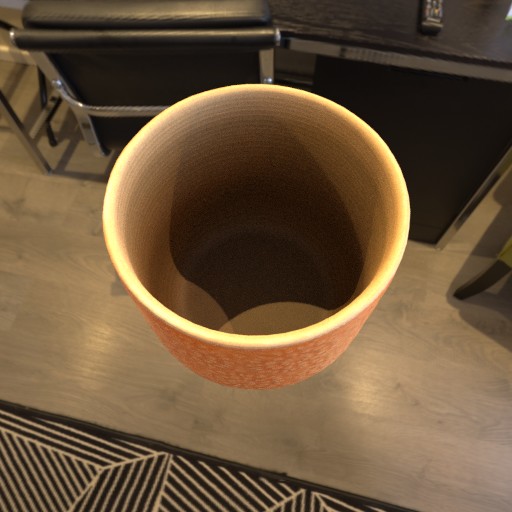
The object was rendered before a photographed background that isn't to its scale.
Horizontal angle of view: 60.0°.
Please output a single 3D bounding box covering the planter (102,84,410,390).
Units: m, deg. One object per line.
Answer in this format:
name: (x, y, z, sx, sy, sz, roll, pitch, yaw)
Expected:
planter: (0.000, 0.000, 0.299, 0.170, 0.152, 0.170, 0, 63, 0)
